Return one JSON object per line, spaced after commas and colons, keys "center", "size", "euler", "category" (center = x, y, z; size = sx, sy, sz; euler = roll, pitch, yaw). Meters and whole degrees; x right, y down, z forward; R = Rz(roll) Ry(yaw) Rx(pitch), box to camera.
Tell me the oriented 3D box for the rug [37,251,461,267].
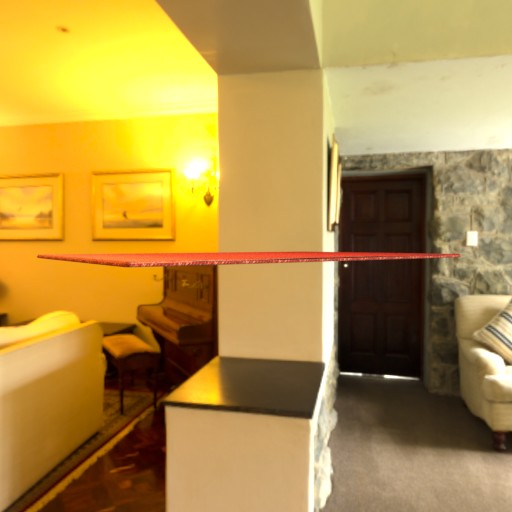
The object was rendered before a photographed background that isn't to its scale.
{"center": [0.000, 0.000, 2.286], "size": [1.835, 0.018, 1.230], "euler": [-1, 2, -37], "category": "rug"}
